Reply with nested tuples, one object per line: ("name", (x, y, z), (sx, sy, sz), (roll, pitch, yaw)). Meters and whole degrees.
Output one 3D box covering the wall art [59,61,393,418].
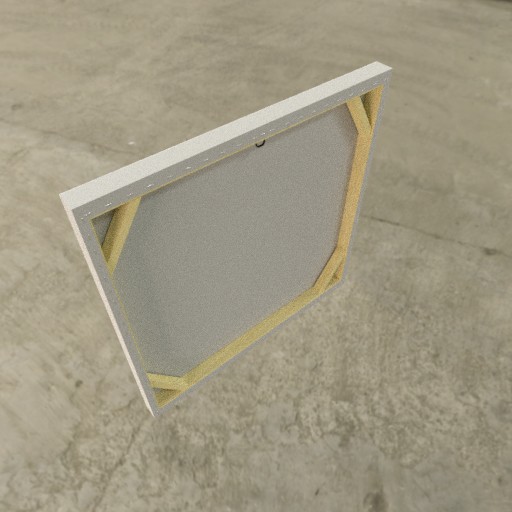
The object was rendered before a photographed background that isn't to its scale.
("wall art", (0.000, 0.000, 0.901), (0.610, 0.610, 0.038), (-31, 54, -26))
